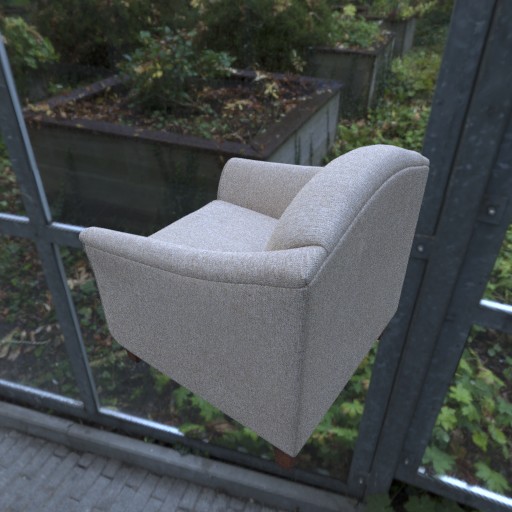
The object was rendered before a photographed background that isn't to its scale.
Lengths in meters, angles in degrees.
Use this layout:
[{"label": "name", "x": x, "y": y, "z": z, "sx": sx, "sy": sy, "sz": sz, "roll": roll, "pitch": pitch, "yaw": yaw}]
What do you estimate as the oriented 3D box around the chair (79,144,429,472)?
[{"label": "chair", "x": 0.000, "y": 0.000, "z": 1.447, "sx": 0.787, "sy": 0.839, "sz": 0.763, "roll": 22, "pitch": 39, "yaw": 29}]
